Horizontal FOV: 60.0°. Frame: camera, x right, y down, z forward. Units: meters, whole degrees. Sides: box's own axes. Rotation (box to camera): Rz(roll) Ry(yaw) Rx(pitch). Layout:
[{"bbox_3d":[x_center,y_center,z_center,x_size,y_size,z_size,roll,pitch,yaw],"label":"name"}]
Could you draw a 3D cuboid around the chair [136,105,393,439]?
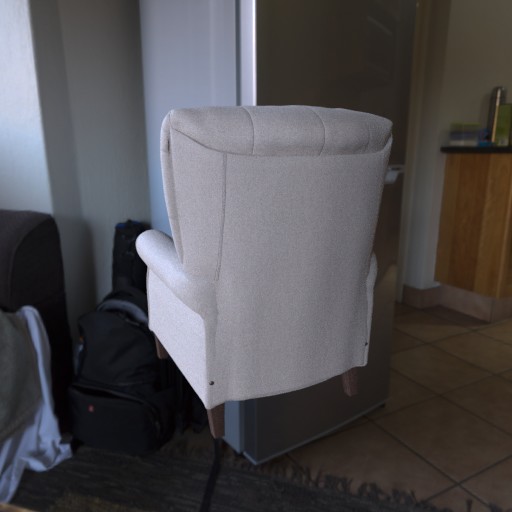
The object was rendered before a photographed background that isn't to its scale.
[{"bbox_3d":[0.000,0.000,1.951,0.942,1.209,1.025,-7,16,-26],"label":"chair"}]
